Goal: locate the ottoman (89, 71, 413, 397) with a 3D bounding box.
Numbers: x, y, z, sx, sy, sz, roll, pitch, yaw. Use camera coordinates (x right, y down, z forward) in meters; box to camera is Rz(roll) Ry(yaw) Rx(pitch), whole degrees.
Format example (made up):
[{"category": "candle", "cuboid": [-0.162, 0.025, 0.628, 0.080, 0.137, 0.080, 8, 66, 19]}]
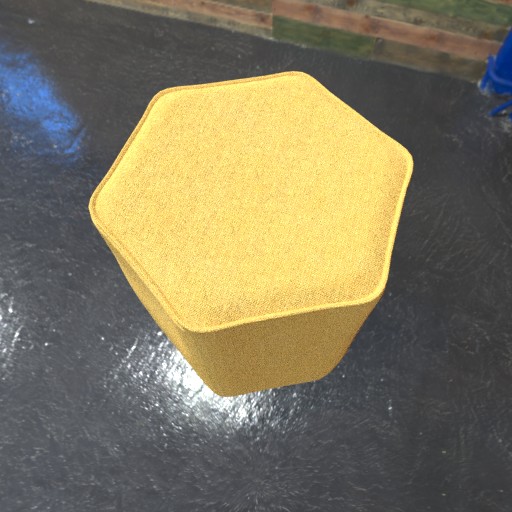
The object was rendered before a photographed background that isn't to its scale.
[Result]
[{"category": "ottoman", "cuboid": [0.000, 0.000, 0.866, 0.443, 0.502, 0.494, 17, 64, 9]}]
